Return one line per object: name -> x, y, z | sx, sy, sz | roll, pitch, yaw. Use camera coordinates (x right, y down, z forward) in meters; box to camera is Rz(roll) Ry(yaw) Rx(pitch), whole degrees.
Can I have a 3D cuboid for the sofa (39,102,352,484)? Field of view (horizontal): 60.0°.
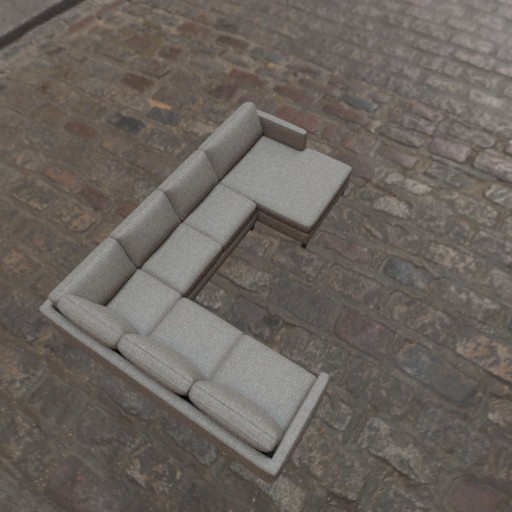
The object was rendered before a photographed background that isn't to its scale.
sofa -> 0.000, 0.000, 4.588 | 2.551, 0.889, 3.403 | 28, 61, 17
